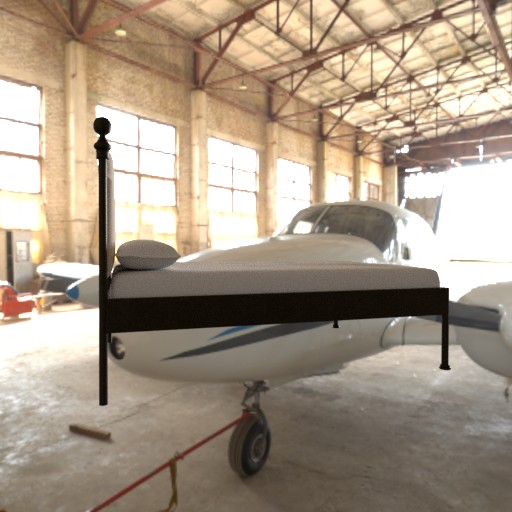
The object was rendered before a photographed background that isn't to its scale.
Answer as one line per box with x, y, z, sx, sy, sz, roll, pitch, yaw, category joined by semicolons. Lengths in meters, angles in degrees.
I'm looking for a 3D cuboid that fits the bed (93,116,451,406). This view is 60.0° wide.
0.000;0.000;3.351;2.224;1.499;1.642;0;1;-17;bed
